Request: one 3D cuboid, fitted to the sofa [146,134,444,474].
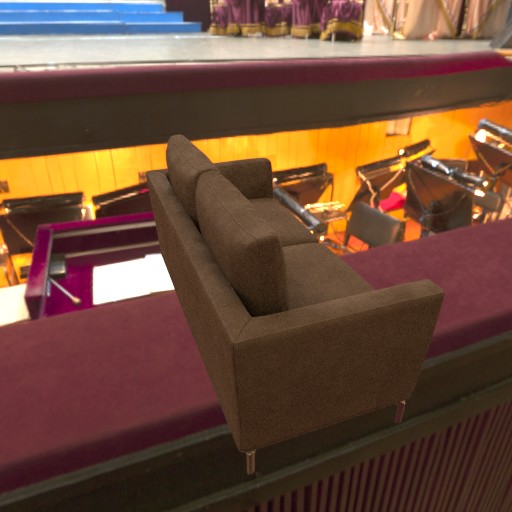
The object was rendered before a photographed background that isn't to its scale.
[{"bbox_3d":[0.000,0.000,2.380,0.855,1.013,1.832,-11,31,-18],"label":"sofa"}]
